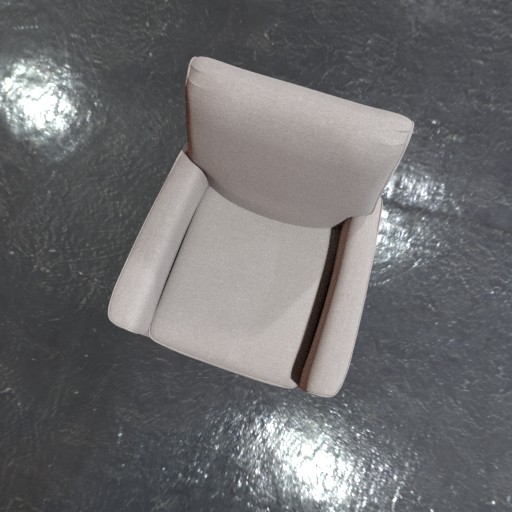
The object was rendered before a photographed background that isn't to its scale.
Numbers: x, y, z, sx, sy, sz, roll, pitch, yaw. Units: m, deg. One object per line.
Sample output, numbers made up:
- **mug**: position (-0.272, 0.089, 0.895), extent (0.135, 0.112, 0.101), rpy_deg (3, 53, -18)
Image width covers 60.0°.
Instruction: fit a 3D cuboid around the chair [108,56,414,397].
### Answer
- **chair**: position (0.000, 0.000, 1.652), extent (0.845, 1.023, 0.859), rpy_deg (18, 77, 4)
